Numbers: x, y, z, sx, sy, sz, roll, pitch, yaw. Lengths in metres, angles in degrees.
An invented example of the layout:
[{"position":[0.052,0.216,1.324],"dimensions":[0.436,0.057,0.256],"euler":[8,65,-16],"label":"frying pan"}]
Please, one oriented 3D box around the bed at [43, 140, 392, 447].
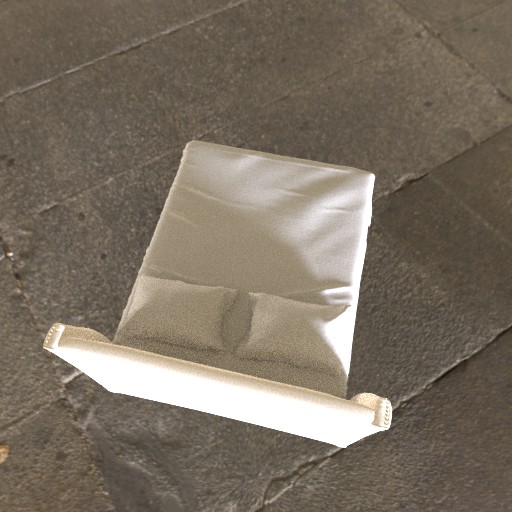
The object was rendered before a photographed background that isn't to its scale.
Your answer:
[{"position":[0.000,0.000,3.400],"dimensions":[1.925,1.332,2.276],"euler":[12,64,6],"label":"bed"}]
